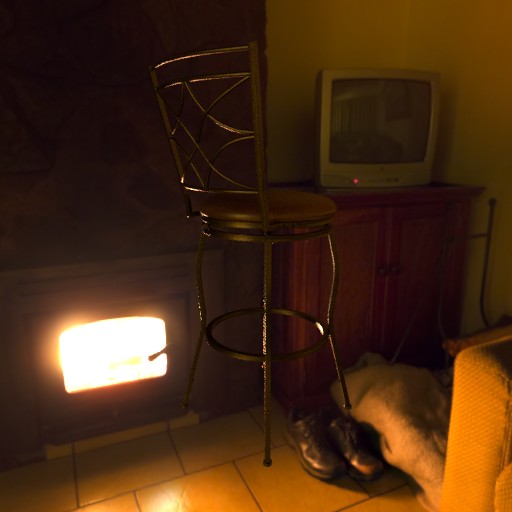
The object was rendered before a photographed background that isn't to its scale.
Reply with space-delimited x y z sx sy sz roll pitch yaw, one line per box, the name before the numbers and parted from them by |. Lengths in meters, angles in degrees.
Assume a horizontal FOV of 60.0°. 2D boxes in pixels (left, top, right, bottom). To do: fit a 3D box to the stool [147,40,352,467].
stool | 0.000 0.000 1.392 0.534 1.117 0.434 -13 19 -43
